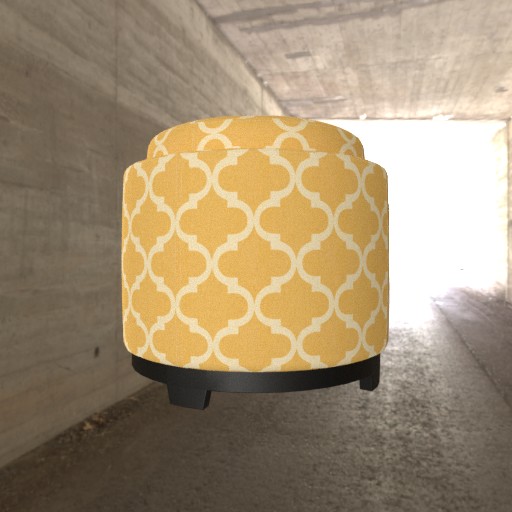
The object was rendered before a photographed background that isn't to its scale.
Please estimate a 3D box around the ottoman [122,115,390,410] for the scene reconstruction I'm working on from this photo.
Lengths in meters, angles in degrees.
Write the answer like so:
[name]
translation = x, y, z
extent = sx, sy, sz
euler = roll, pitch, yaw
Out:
[ottoman]
translation = 0.000, 0.000, 0.827
extent = 0.480, 0.429, 0.480
euler = 0, 0, 0
